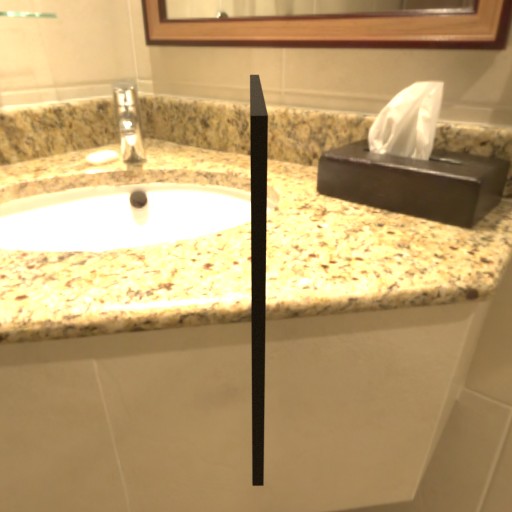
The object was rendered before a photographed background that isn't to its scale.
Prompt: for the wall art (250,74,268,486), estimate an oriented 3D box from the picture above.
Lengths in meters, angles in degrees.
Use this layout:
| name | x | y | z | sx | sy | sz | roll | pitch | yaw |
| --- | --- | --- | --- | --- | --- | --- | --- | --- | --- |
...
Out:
| name | x | y | z | sx | sy | sz | roll | pitch | yaw |
| --- | --- | --- | --- | --- | --- | --- | --- | --- | --- |
| wall art | 0.000 | 0.000 | 1.214 | 0.028 | 0.863 | 0.755 | 0 | 27 | -1 |
